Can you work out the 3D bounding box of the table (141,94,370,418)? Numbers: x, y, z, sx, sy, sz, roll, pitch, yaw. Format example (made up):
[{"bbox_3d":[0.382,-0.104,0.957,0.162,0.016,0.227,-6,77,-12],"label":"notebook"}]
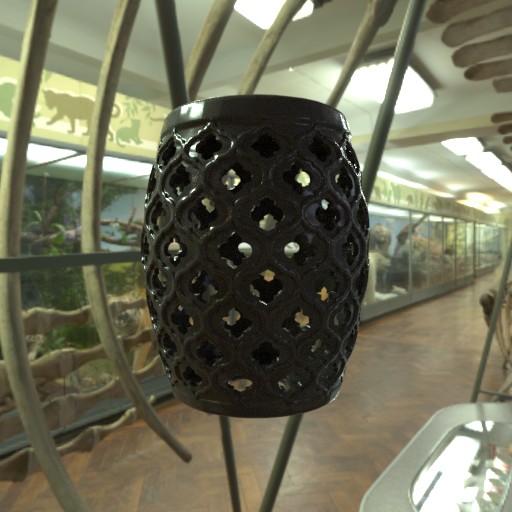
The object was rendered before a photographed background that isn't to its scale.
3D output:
[{"bbox_3d":[0.000,0.000,0.649,0.325,0.388,0.325,0,2,0],"label":"table"}]
